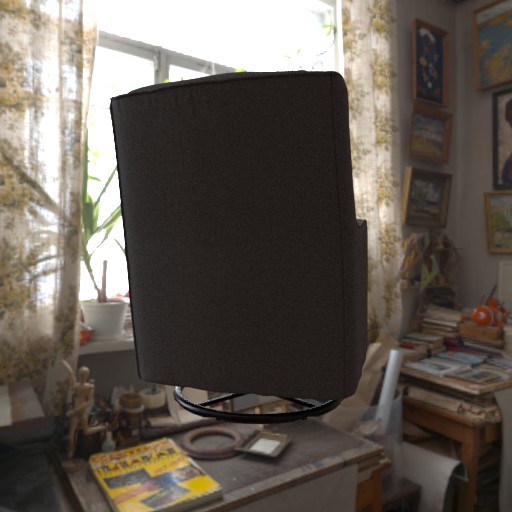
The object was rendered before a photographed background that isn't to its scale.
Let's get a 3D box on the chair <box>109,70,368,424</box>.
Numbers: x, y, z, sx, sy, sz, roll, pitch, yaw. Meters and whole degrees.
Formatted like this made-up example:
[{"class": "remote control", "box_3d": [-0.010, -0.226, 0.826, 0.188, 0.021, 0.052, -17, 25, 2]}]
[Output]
[{"class": "chair", "box_3d": [0.000, 0.000, 1.566, 0.732, 0.993, 0.879, 0, 1, 17]}]
